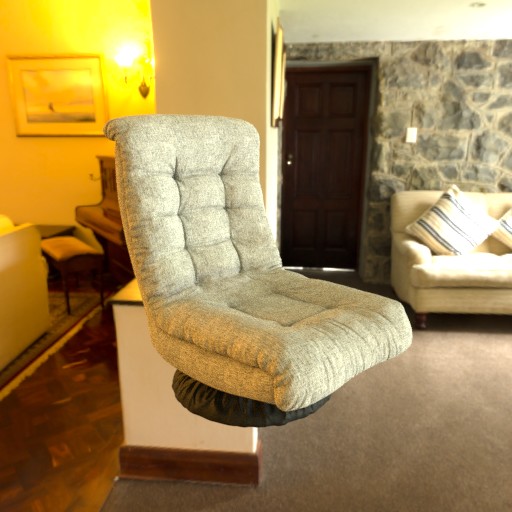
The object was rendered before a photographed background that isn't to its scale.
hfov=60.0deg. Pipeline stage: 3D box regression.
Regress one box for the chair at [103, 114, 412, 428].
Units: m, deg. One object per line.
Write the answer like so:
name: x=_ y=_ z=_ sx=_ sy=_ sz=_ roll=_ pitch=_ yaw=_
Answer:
chair: x=0.000 y=0.000 z=0.954 sx=0.400 sy=0.600 sz=0.583 roll=-14 pitch=20 yaw=-43
